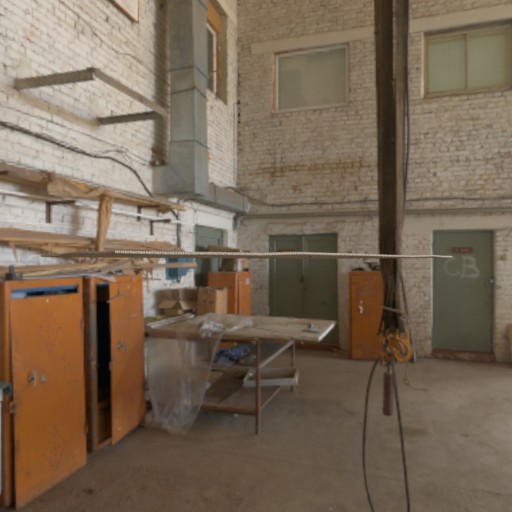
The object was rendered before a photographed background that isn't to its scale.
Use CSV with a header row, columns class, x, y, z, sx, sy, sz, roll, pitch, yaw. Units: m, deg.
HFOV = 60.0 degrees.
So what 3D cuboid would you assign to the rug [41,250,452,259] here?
class,x,y,z,sx,sy,sz,roll,pitch,yaw
rug,0.000,0.000,1.076,0.869,0.008,0.511,1,-1,-36
